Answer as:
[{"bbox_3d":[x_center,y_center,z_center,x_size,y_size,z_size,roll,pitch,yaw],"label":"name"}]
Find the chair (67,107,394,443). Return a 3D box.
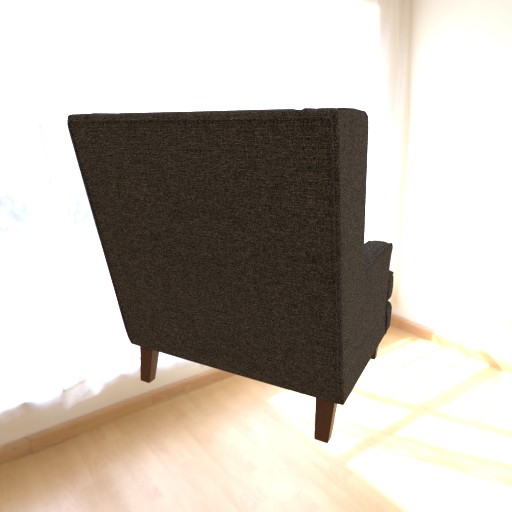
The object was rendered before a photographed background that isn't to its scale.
[{"bbox_3d":[0.000,0.000,1.771,0.942,1.082,0.927,8,18,27],"label":"chair"}]
